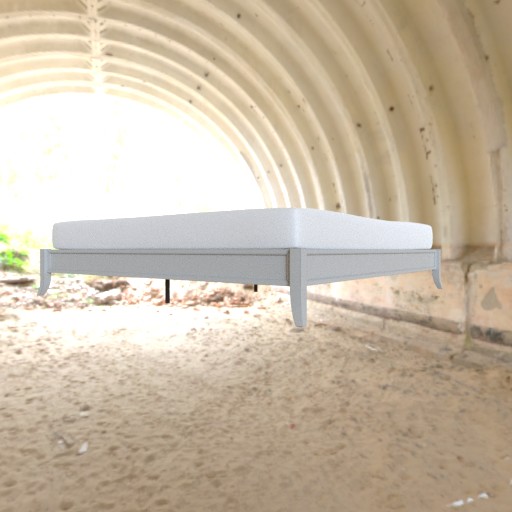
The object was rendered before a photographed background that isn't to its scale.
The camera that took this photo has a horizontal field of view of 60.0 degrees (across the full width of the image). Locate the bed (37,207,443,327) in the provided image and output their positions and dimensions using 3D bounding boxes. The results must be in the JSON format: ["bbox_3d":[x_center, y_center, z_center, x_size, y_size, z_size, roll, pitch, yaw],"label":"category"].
[{"bbox_3d":[0.000,0.000,3.143,2.007,0.510,2.108,1,1,37],"label":"bed"}]
